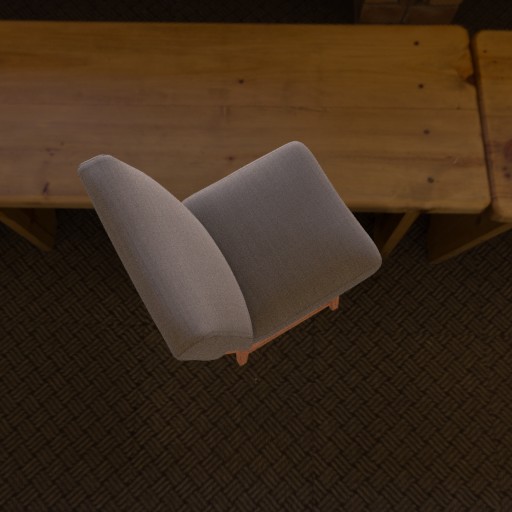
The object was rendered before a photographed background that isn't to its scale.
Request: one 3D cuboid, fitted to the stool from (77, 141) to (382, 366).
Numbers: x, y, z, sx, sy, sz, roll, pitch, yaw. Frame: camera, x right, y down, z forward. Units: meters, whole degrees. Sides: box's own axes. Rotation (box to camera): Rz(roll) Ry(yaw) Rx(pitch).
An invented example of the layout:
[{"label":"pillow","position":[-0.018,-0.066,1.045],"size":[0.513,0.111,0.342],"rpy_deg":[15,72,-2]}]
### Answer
[{"label":"stool","position":[0.000,0.000,1.306],"size":[0.570,1.019,0.459],"rpy_deg":[-30,77,-8]}]
